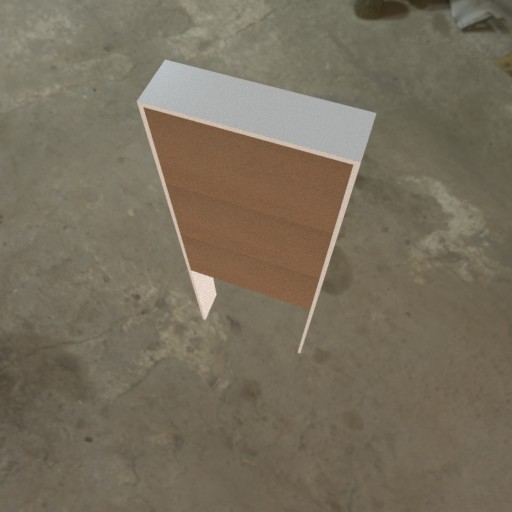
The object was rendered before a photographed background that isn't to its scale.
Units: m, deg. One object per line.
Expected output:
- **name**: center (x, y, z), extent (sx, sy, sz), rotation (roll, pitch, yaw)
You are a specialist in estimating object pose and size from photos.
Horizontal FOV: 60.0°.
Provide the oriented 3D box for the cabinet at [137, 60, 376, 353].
- **cabinet**: center (0.000, 0.000, 2.016), extent (0.643, 1.770, 0.192), rotation (18, 63, 9)
